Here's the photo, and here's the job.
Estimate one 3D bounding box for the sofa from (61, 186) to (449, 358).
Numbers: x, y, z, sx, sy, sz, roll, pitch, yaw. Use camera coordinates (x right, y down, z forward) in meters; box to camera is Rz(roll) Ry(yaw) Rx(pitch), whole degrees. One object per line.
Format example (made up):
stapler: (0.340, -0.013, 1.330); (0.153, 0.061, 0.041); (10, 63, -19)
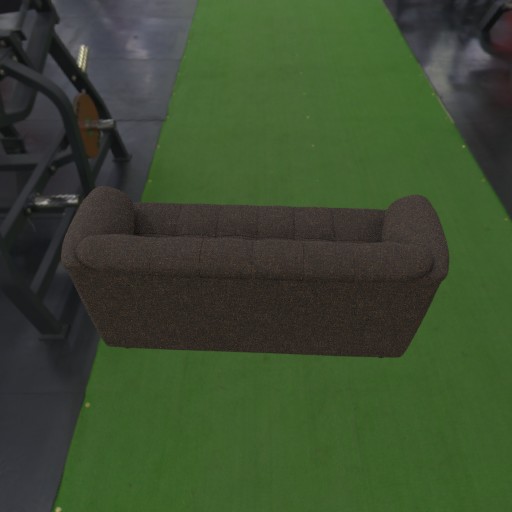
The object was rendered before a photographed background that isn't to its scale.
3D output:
sofa: (0.000, 0.000, 2.339); (1.849, 0.790, 0.887); (2, 46, 2)
